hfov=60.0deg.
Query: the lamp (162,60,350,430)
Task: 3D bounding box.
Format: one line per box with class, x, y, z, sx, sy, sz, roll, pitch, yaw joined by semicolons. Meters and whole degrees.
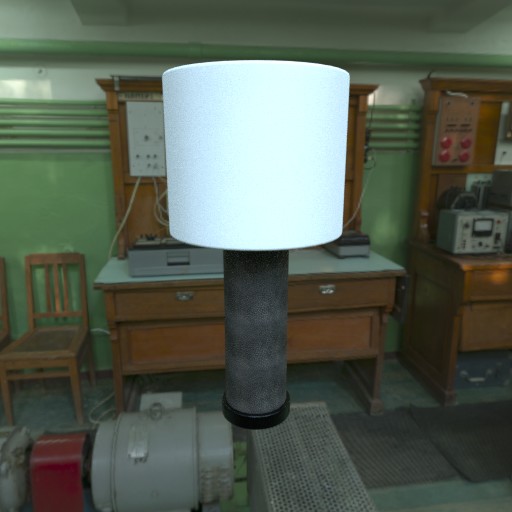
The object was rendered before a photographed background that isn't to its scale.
lamp;0.000;0.000;0.811;0.305;0.634;0.305;-2;15;-9
